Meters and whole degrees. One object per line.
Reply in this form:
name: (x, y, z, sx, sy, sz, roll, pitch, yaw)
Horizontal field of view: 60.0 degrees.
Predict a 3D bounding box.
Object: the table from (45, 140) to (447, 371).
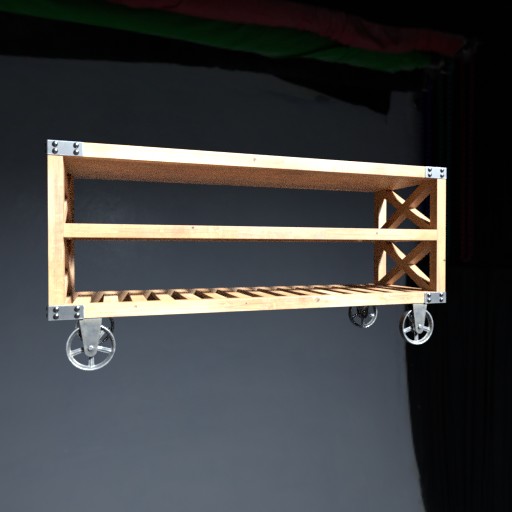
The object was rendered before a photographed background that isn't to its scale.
table: (0.000, 0.000, 1.782, 1.487, 0.711, 0.467, 0, 1, -18)
